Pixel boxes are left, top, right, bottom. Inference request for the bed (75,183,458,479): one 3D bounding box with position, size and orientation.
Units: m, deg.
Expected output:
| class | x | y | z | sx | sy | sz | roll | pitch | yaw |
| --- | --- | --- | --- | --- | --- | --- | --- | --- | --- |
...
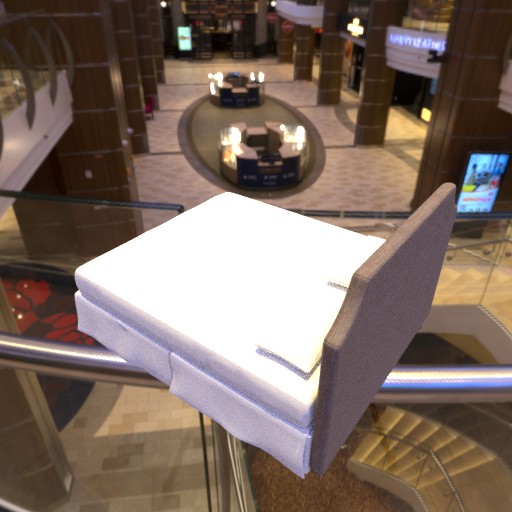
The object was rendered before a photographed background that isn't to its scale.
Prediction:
| class | x | y | z | sx | sy | sz | roll | pitch | yaw |
| --- | --- | --- | --- | --- | --- | --- | --- | --- | --- |
| bed | 0.000 | 0.000 | 4.089 | 2.773 | 1.590 | 2.350 | 22 | 39 | 31 |
